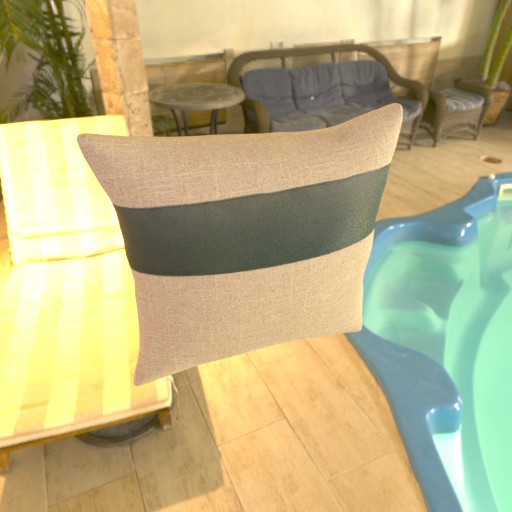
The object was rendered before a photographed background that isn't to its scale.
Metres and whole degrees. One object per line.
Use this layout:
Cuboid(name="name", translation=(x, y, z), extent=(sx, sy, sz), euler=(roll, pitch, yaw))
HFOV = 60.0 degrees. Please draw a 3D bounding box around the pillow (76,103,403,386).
Cuboid(name="pillow", translation=(0.000, 0.000, 0.644), extent=(0.414, 0.399, 0.173), euler=(-10, 34, -16))
